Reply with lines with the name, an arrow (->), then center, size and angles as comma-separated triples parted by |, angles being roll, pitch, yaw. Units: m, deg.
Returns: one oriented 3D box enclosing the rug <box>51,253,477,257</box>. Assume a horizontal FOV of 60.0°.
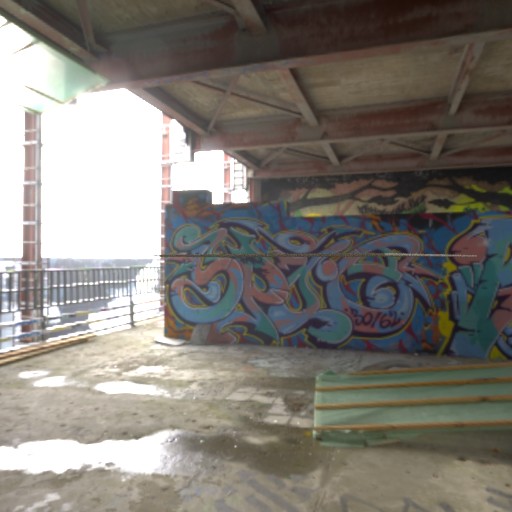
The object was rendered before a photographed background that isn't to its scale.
rug -> 0.000, 0.000, 2.166 | 1.747, 0.006, 1.143 | 0, 0, 37
